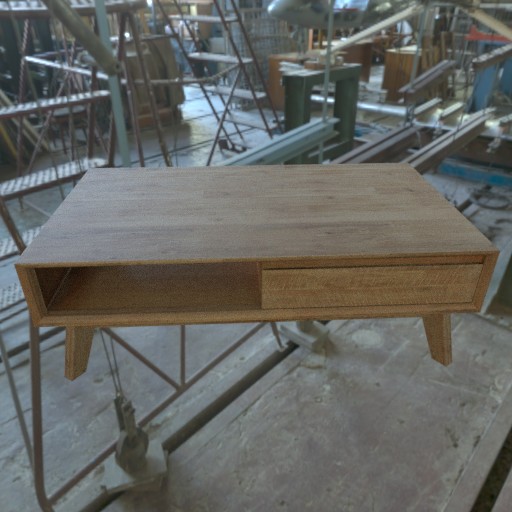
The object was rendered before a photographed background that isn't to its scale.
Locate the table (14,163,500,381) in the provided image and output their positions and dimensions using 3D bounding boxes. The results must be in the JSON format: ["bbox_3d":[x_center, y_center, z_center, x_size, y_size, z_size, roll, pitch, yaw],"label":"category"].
[{"bbox_3d":[0.000,0.000,1.997,1.619,0.531,0.918,-2,31,-3],"label":"table"}]
